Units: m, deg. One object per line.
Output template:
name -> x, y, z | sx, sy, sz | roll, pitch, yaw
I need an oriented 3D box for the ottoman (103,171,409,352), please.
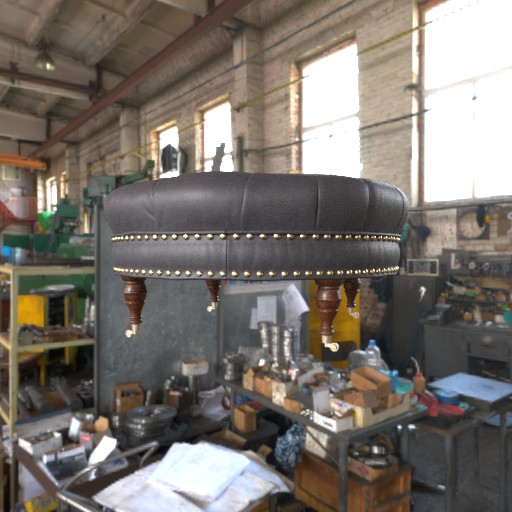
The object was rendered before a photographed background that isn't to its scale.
ottoman -> 0.000, 0.000, 1.384 | 0.901, 0.439, 0.901 | 0, 1, 0
